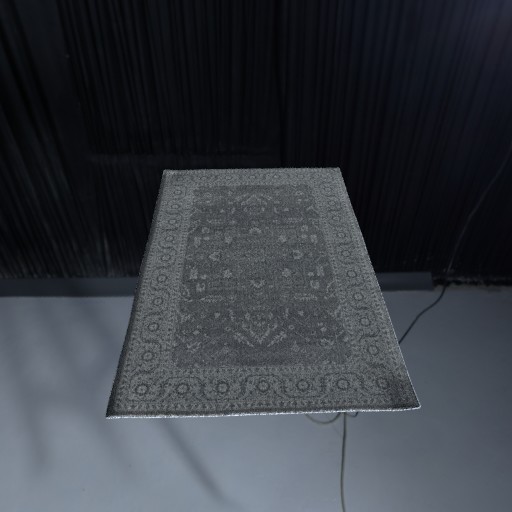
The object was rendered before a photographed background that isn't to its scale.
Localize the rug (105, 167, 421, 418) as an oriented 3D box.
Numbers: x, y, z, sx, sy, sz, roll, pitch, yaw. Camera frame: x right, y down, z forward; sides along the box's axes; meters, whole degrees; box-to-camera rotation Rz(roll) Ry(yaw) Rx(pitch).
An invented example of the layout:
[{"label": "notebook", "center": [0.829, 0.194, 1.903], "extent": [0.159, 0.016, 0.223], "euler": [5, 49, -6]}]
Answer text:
[{"label": "rug", "center": [0.000, 0.000, 2.373], "extent": [1.209, 0.019, 1.828], "euler": [-1, 41, -1]}]
